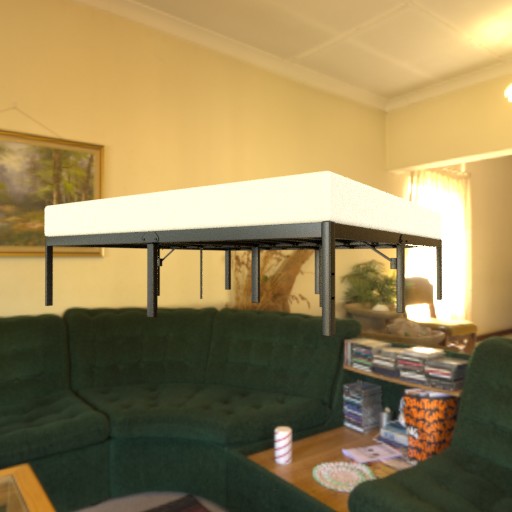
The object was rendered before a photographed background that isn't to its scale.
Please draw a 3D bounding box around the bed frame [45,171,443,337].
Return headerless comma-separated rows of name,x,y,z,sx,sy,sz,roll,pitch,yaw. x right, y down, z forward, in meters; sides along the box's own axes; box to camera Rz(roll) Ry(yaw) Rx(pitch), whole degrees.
bed frame,0.000,0.000,3.131,2.079,0.659,1.963,0,-1,35
